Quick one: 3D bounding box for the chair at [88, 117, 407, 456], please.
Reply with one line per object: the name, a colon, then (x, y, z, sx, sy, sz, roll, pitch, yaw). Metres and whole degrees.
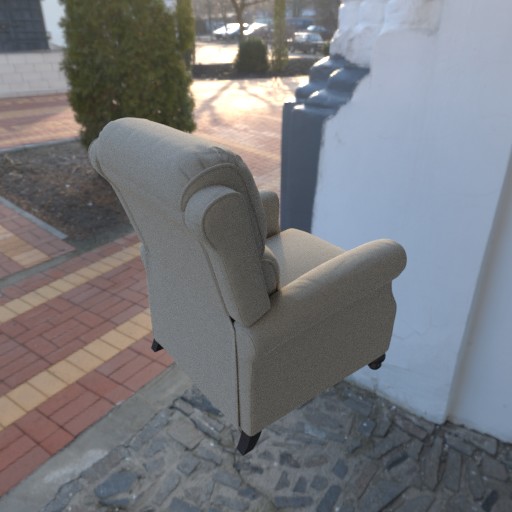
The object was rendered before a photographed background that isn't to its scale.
chair: (0.000, 0.000, 1.720, 0.919, 1.046, 0.859, -19, 33, -32)
